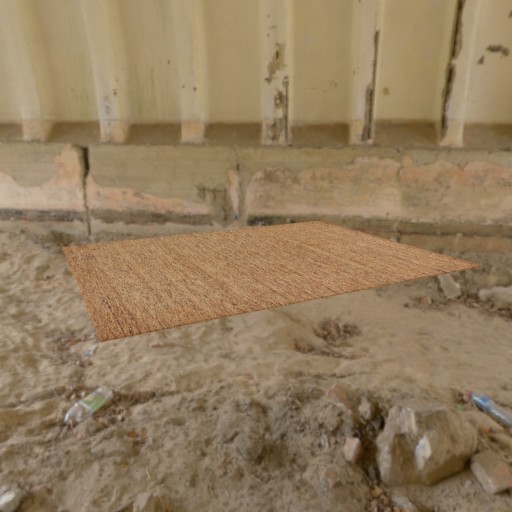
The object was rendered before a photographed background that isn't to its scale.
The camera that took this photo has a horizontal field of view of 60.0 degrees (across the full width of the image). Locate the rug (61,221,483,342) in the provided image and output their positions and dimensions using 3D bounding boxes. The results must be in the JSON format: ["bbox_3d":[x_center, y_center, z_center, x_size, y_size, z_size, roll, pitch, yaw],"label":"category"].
[{"bbox_3d":[0.000,0.000,4.188,3.200,0.012,2.438,-8,17,-27],"label":"rug"}]
